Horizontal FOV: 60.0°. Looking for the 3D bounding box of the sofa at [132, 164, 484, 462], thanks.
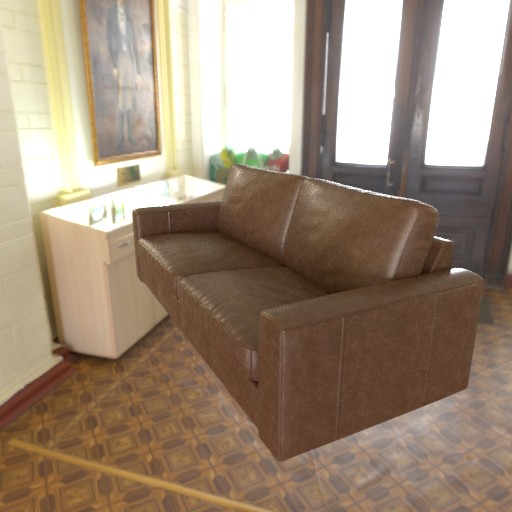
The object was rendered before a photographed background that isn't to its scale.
[{"bbox_3d":[0.000,0.000,2.562,1.016,0.873,2.179,-9,19,-26],"label":"sofa"}]
